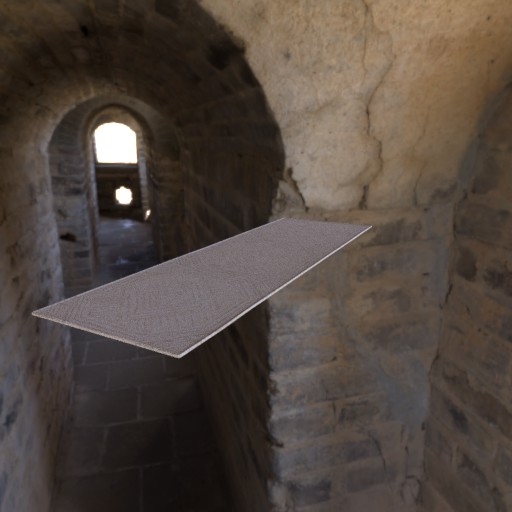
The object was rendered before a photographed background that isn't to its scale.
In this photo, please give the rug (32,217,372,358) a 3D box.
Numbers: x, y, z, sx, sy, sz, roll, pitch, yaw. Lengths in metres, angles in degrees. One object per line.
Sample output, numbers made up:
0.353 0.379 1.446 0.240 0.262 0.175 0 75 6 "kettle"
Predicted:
0.000 0.000 2.684 0.775 0.012 2.452 8 18 28 "rug"
